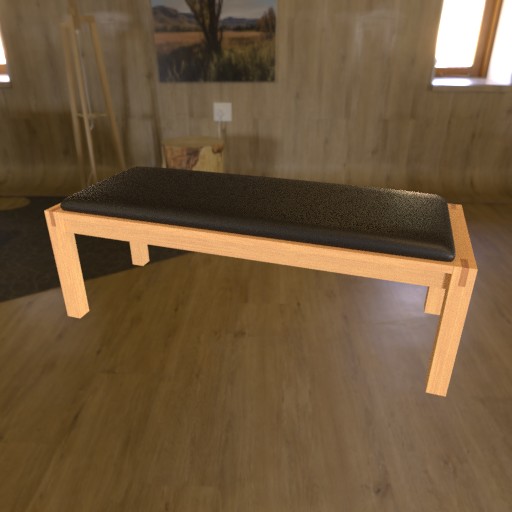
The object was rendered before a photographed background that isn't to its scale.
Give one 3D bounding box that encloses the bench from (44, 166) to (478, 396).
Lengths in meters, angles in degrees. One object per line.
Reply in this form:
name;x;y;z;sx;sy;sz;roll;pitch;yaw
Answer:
bench;0.000;0.000;1.434;1.202;0.430;0.450;8;28;16
